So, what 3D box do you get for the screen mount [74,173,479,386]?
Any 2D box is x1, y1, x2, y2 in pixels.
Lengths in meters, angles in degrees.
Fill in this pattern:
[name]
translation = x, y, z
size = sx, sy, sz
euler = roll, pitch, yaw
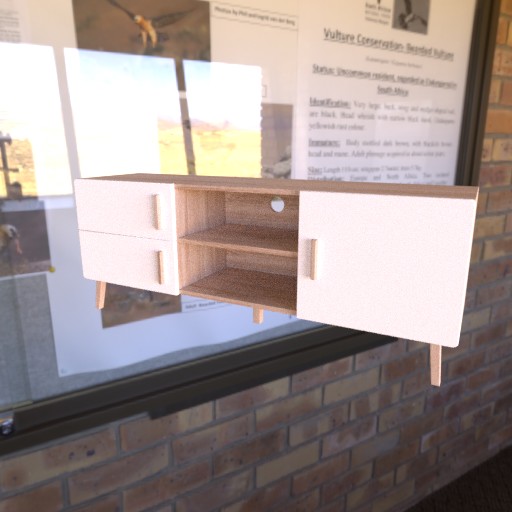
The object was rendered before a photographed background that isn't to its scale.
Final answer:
[screen mount]
translation = 0.000, 0.000, 1.737
size = 1.500, 0.570, 0.420
euler = 7, 16, 26
